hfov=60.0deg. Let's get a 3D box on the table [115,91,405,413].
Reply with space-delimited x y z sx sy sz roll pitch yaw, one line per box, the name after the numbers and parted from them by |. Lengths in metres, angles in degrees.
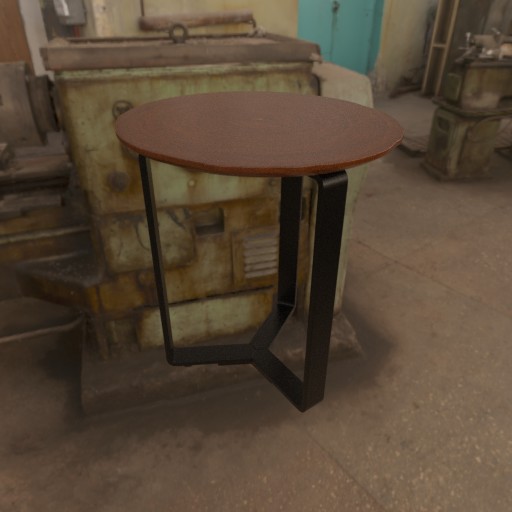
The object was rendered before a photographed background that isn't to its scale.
0.000 0.000 0.739 0.380 0.450 0.410 -20 36 -30 | table
